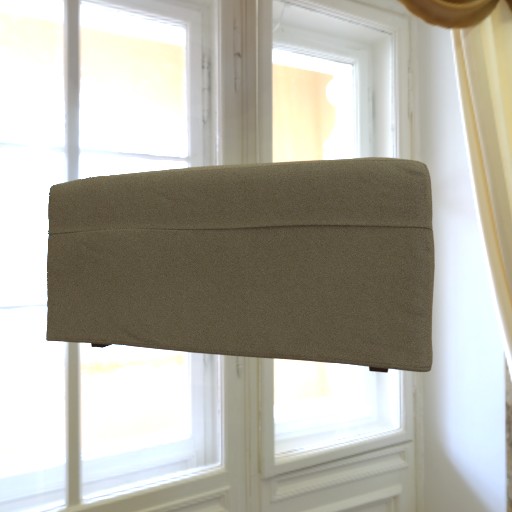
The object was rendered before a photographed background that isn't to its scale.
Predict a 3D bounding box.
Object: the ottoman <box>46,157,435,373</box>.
[{"bbox_3d":[0.000,0.000,1.174,0.872,0.444,0.590,0,0,19],"label":"ottoman"}]
